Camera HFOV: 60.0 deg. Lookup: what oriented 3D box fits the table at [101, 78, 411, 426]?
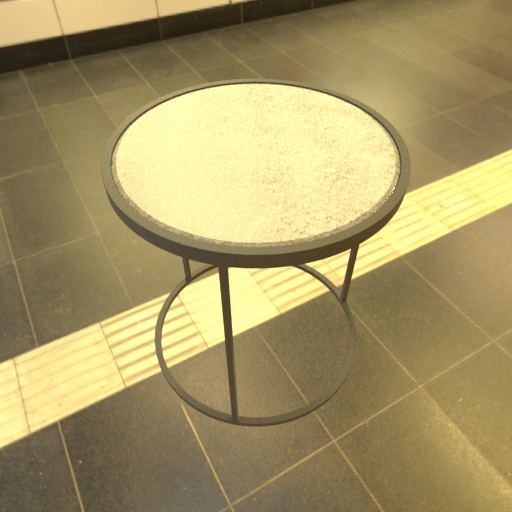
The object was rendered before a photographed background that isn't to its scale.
[{"bbox_3d":[0.000,0.000,0.870,0.470,0.498,0.470,0,46,0],"label":"table"}]
